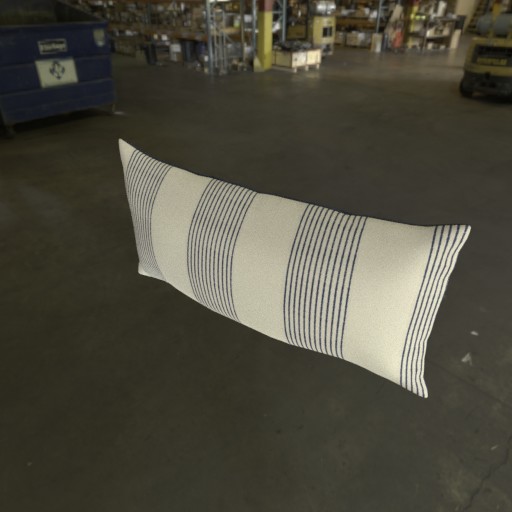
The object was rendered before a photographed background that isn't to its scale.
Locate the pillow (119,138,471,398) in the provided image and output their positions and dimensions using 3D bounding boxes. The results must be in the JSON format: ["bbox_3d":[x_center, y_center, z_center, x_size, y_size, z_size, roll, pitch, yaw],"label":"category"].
[{"bbox_3d":[0.000,0.000,0.727,0.610,0.287,0.151,19,36,29],"label":"pillow"}]
